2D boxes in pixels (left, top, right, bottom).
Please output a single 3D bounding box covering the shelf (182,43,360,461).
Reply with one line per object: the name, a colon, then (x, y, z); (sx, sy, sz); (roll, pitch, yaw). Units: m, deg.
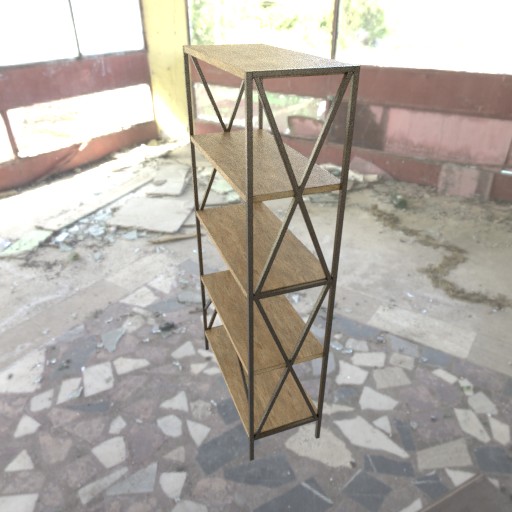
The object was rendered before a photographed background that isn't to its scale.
shelf: (0.000, 0.000, 2.163); (0.386, 1.803, 0.874); (-11, 32, -18)
